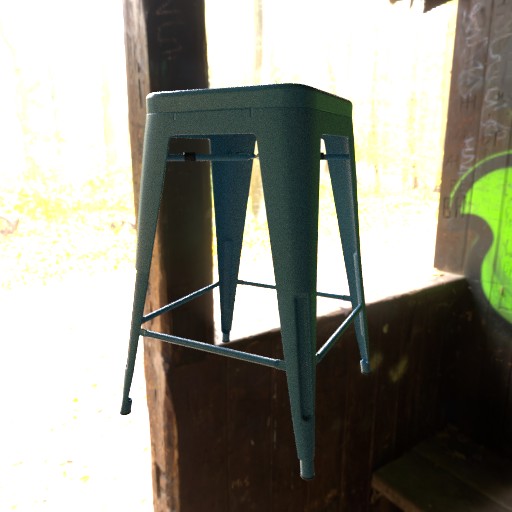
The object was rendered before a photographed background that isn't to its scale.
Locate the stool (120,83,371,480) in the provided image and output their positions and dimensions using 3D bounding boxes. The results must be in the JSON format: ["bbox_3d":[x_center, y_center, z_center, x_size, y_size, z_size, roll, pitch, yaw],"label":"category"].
[{"bbox_3d":[0.000,0.000,0.898,0.410,0.608,0.410,7,15,27],"label":"stool"}]
